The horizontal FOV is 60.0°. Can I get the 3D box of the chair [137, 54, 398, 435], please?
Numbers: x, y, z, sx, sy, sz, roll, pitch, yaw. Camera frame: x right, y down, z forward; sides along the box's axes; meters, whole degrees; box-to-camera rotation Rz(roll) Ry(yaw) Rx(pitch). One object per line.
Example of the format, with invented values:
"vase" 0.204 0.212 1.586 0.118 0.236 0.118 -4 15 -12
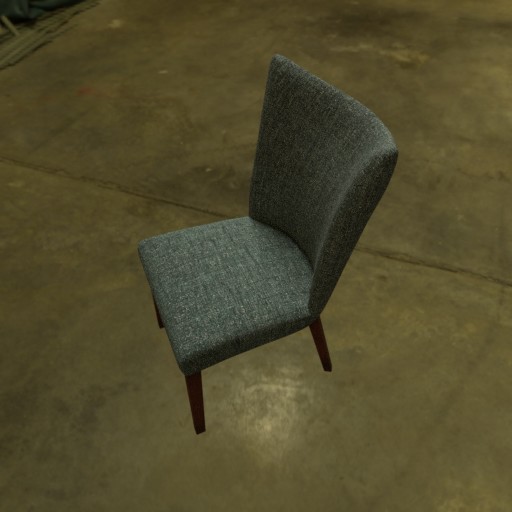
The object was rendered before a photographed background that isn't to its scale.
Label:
"chair" 0.000 0.000 1.305 0.623 0.924 0.535 -17 48 -16
